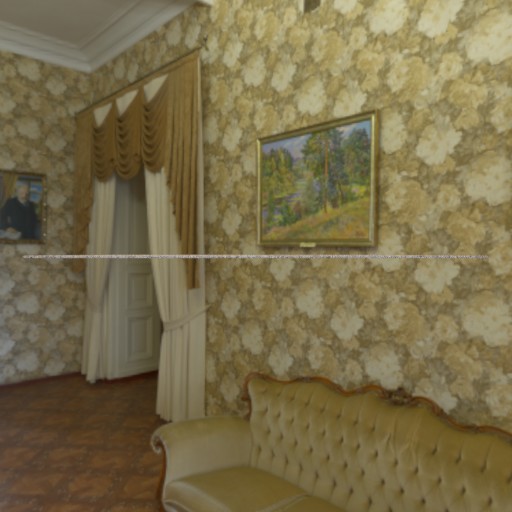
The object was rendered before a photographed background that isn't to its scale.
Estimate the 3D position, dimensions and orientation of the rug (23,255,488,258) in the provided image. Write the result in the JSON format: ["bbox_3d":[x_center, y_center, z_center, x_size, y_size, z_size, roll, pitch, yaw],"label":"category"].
[{"bbox_3d":[0.000,0.000,2.940,2.283,0.013,1.547,0,0,1],"label":"rug"}]
